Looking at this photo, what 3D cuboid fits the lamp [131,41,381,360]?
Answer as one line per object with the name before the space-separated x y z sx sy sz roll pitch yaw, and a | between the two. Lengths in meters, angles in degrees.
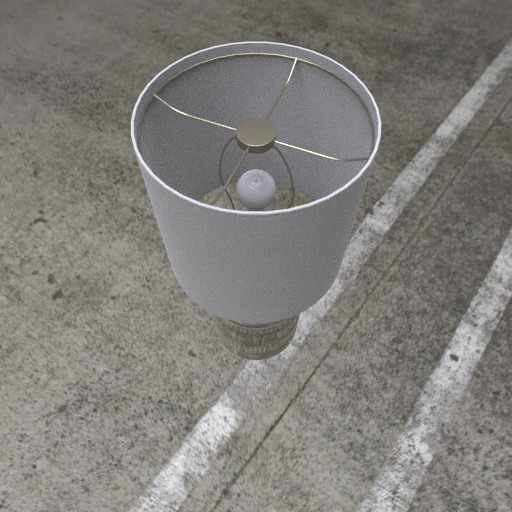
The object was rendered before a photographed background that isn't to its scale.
lamp | 0.000 0.000 0.570 0.211 0.455 0.211 33 64 18
